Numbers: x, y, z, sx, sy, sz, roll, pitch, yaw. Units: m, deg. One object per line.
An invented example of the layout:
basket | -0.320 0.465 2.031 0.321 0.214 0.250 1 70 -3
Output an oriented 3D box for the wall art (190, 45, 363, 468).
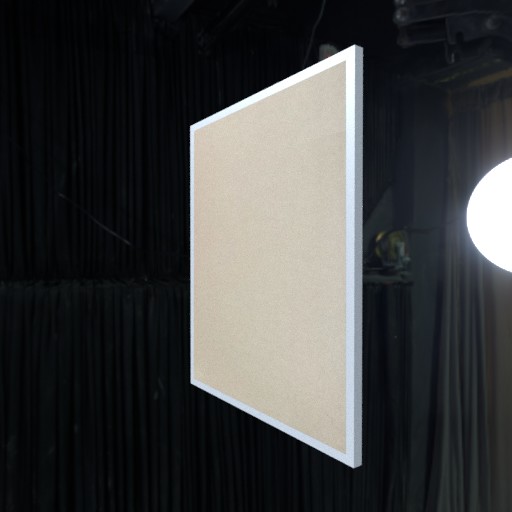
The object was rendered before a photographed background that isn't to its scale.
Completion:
wall art | 0.000 0.000 0.636 0.013 0.456 0.382 0 1 -36
